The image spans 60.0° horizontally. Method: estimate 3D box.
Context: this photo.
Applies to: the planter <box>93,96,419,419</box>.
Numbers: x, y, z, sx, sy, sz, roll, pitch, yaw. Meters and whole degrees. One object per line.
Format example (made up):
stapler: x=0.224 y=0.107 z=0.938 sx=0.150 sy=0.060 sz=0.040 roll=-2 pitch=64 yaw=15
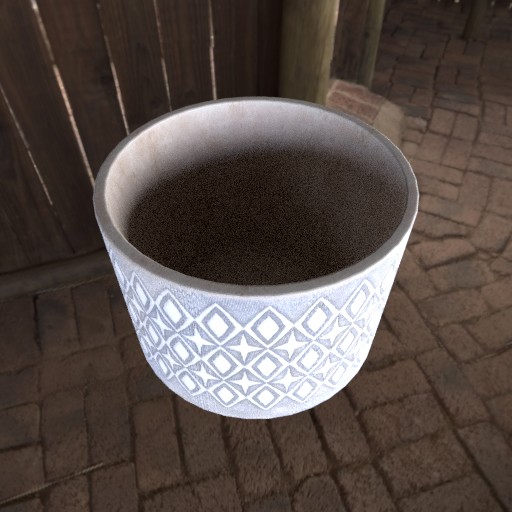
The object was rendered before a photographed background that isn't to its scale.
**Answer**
planter: x=0.000 y=0.000 z=0.276 sx=0.164 sy=0.127 sz=0.164 roll=0 pitch=47 yaw=0
